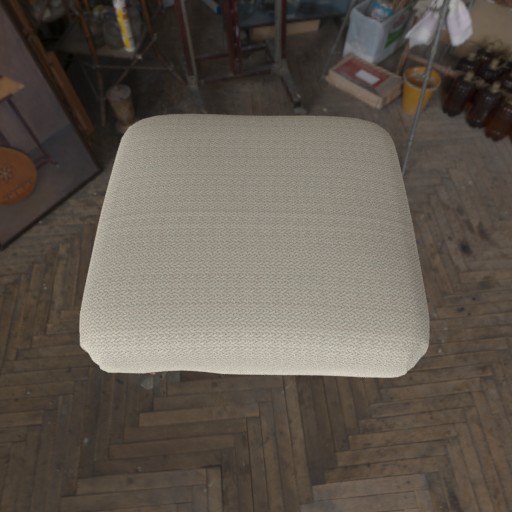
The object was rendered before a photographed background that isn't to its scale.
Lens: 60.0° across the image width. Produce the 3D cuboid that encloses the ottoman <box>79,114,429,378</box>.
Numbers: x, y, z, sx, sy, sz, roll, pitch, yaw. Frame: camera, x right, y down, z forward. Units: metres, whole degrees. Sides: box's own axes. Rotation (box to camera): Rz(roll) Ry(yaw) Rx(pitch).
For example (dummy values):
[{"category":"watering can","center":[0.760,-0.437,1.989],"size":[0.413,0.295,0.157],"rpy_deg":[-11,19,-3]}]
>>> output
[{"category":"ottoman","center":[0.000,0.000,1.079],"size":[0.684,0.447,0.622],"rpy_deg":[1,59,0]}]
